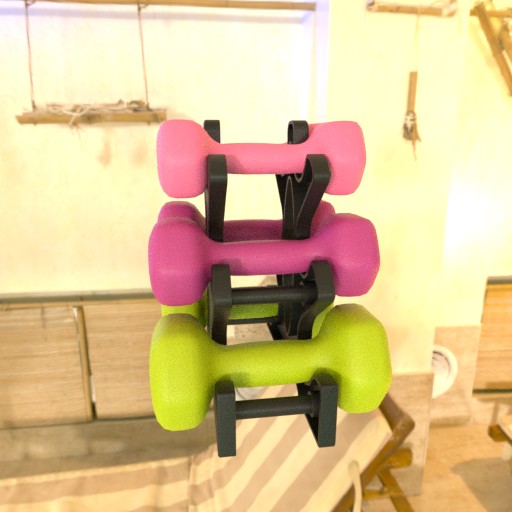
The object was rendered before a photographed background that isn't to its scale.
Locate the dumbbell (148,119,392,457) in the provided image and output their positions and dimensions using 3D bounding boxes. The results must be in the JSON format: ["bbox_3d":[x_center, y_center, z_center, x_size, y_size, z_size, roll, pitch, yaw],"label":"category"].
[{"bbox_3d":[0.000,0.000,0.445,0.203,0.261,0.257,-2,15,-8],"label":"dumbbell"}]
